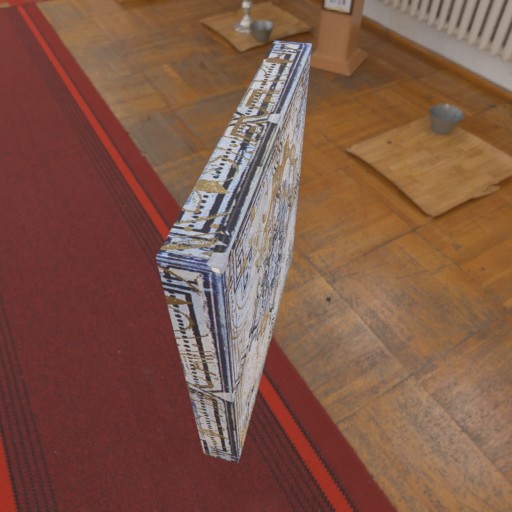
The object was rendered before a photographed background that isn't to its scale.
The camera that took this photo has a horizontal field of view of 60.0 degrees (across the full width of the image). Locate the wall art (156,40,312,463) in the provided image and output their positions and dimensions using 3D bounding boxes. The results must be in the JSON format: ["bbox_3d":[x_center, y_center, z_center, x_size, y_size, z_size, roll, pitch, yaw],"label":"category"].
[{"bbox_3d":[0.000,0.000,0.449,0.038,0.306,0.302,10,48,9],"label":"wall art"}]
